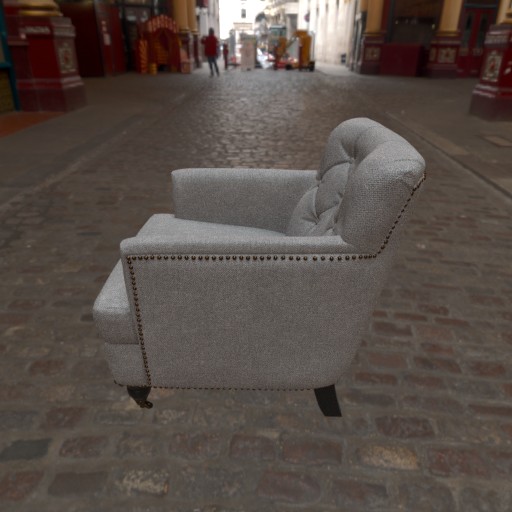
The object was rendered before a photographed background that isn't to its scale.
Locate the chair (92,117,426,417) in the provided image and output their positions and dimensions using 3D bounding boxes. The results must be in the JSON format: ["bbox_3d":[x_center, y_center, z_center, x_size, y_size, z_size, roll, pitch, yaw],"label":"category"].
[{"bbox_3d":[0.000,0.000,1.504,0.902,0.823,0.737,1,26,1],"label":"chair"}]
